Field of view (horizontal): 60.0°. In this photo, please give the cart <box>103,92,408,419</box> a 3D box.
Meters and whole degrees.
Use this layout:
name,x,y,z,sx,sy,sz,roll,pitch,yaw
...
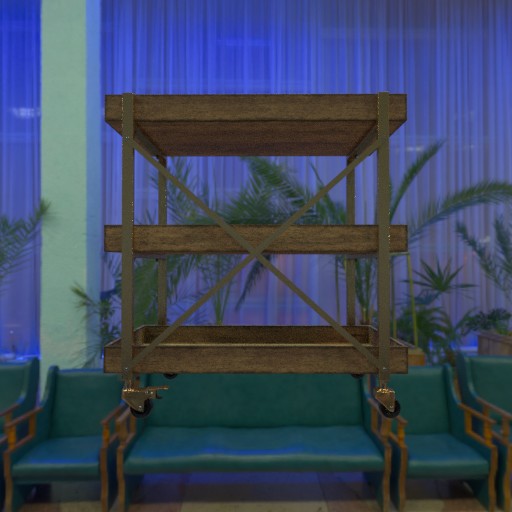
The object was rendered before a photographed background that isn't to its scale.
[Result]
name,x,y,z,sx,sy,sz,roll,pitch,yaw
cart,0.000,0.000,1.276,0.750,0.799,0.416,0,-1,0
